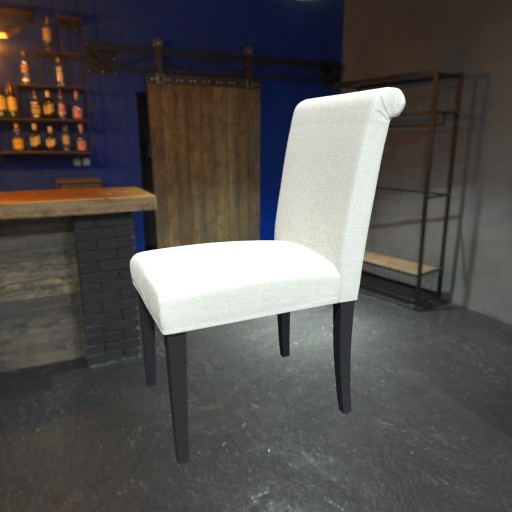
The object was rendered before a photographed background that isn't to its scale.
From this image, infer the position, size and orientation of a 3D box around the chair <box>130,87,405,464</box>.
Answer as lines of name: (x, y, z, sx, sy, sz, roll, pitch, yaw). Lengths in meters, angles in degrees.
chair: (0.000, 0.000, 1.383, 0.708, 0.976, 0.452, -7, 16, -23)
